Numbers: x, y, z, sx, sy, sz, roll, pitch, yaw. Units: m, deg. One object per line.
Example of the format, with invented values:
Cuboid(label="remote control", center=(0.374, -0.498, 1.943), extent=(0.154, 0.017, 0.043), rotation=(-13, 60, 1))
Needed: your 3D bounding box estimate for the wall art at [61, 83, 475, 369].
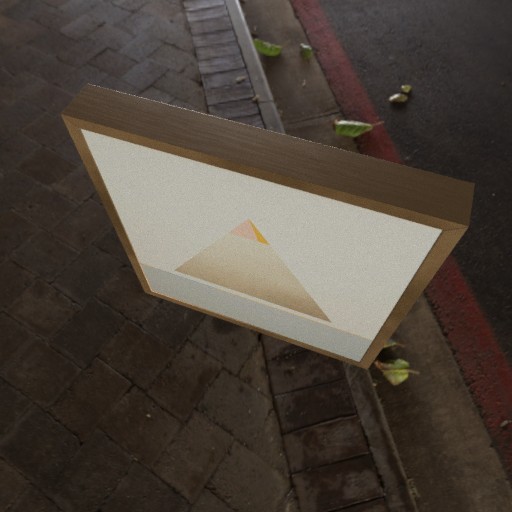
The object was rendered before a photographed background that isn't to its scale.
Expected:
Cuboid(label="wall art", center=(0.000, 0.000, 0.450), extent=(0.305, 0.303, 0.038), rotation=(17, 60, 10))
